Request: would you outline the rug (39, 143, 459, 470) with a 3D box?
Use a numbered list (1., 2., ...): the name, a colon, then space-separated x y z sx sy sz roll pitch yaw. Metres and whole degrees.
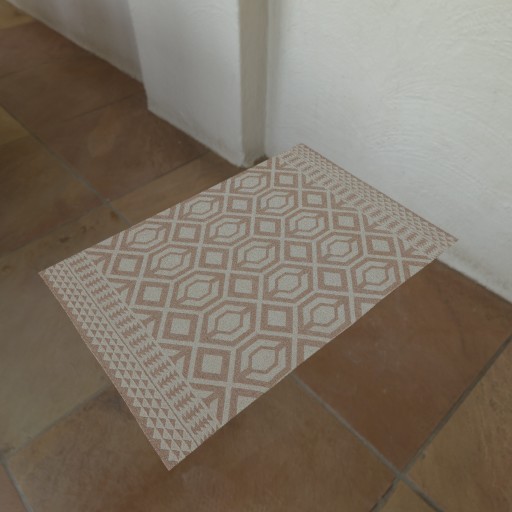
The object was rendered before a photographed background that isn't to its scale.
1. rug: 0.000 0.000 2.308 1.829 0.008 1.219 -31 54 -26
